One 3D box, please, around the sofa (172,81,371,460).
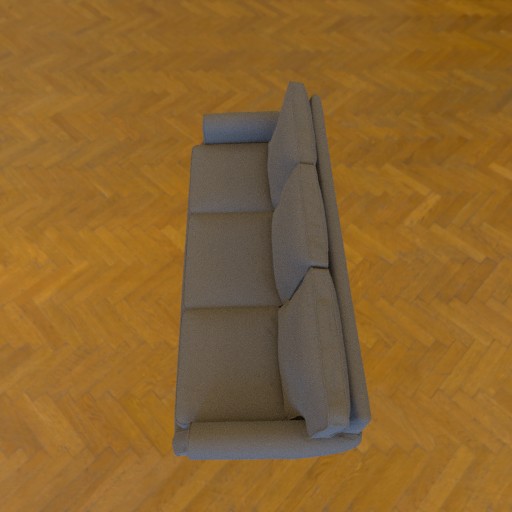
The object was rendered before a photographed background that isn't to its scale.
[{"bbox_3d":[0.000,0.000,2.762,0.966,0.948,2.353,-1,58,-1],"label":"sofa"}]
